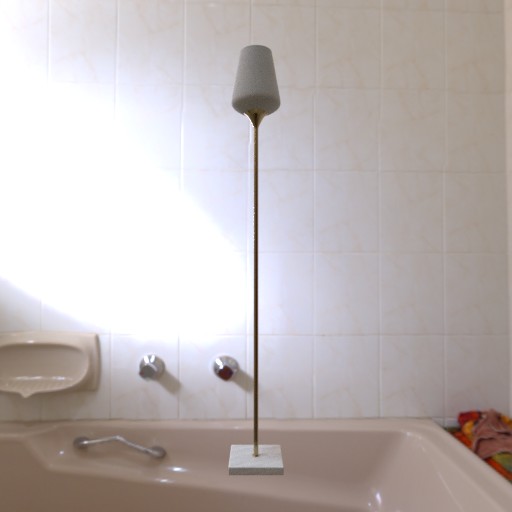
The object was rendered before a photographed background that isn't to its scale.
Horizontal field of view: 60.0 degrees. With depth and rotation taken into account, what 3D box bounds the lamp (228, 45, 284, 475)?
[{"bbox_3d":[0.000,0.000,1.959,0.229,1.813,0.232,0,-1,0],"label":"lamp"}]
